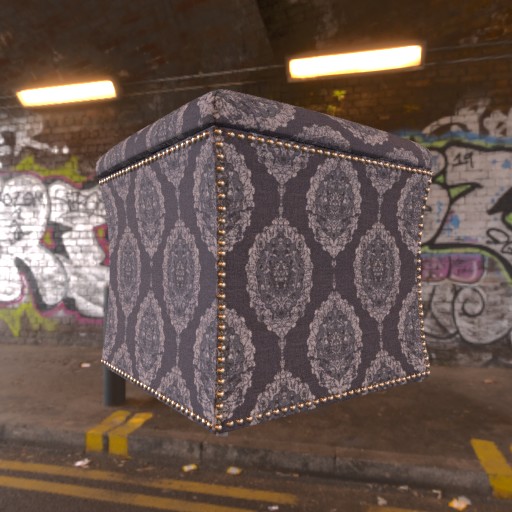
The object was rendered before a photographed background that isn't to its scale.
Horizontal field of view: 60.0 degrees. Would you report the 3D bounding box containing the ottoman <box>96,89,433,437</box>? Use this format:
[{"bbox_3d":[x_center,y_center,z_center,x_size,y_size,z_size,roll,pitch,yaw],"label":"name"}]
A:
[{"bbox_3d":[0.000,0.000,0.884,0.507,0.475,0.497,0,-1,-36],"label":"ottoman"}]
